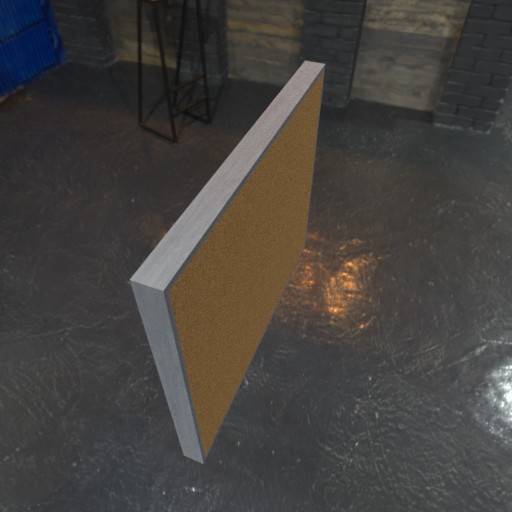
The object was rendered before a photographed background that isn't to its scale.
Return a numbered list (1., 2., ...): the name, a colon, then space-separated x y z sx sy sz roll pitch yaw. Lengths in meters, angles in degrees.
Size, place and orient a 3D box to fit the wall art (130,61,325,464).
1. wall art: 0.000 0.000 0.764 0.037 0.450 0.557 16 48 15
